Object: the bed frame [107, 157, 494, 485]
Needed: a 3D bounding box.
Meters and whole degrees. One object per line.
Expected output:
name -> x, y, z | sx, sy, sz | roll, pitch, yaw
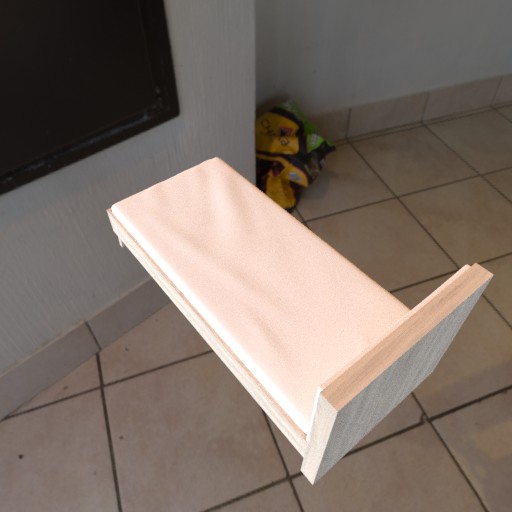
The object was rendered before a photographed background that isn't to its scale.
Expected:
bed frame -> 0.000, 0.000, 2.661 | 0.990, 0.920, 2.140 | -31, 55, -25
